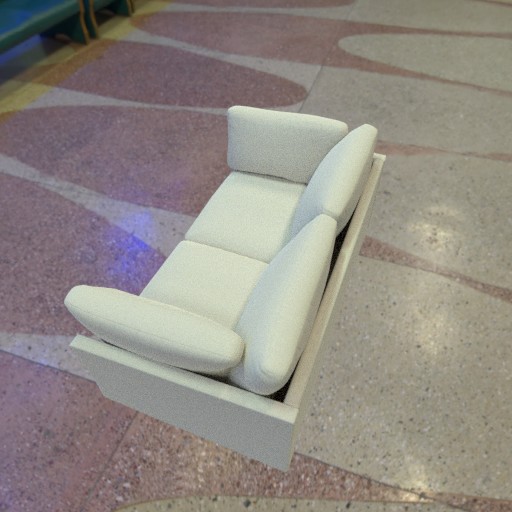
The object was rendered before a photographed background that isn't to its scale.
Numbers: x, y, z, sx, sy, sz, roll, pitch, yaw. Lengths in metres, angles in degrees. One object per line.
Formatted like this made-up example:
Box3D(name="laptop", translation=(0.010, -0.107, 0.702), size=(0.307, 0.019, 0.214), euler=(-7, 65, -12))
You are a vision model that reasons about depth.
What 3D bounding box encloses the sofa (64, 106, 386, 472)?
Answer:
Box3D(name="sofa", translation=(0.000, 0.000, 2.328), size=(0.970, 0.836, 1.776), euler=(16, 49, 15))
